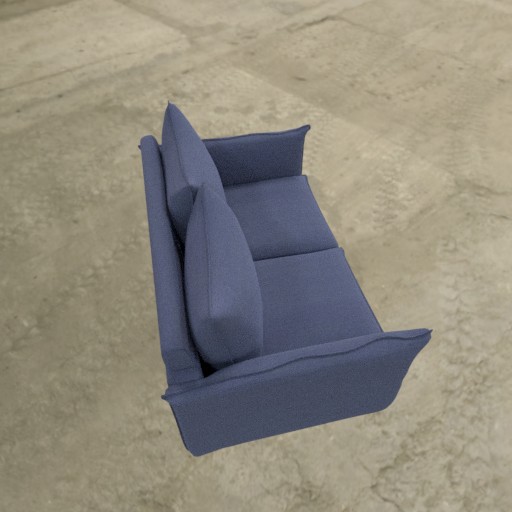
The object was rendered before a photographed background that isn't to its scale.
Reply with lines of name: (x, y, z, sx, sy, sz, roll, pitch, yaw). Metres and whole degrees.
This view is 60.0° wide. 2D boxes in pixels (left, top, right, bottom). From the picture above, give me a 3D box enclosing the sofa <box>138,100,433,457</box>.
sofa: (0.000, 0.000, 1.817, 0.820, 0.840, 1.300, -10, 48, -9)
